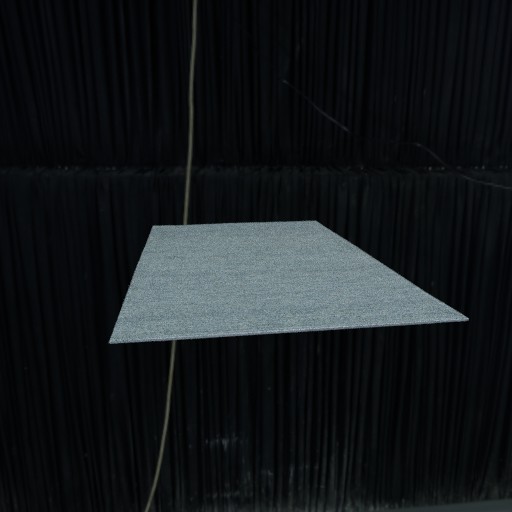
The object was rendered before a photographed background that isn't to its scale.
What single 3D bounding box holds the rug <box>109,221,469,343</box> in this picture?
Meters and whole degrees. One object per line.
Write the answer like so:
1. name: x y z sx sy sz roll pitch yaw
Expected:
1. rug: 0.000 0.000 2.288 1.174 0.022 1.853 -2 15 -8
